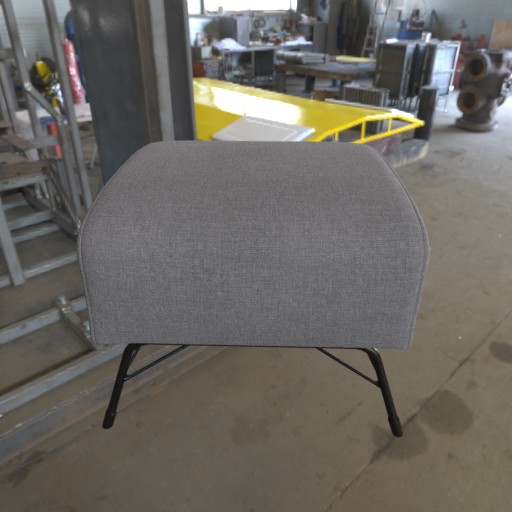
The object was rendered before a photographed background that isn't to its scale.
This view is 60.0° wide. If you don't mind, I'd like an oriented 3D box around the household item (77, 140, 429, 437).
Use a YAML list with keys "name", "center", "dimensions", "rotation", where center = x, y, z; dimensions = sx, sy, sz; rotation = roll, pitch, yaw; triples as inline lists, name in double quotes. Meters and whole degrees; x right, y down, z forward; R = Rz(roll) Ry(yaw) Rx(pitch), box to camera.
- name: "household item"
  center: [0.000, 0.000, 0.901]
  dimensions: [0.530, 0.410, 0.530]
  rotation: [1, 30, 2]
